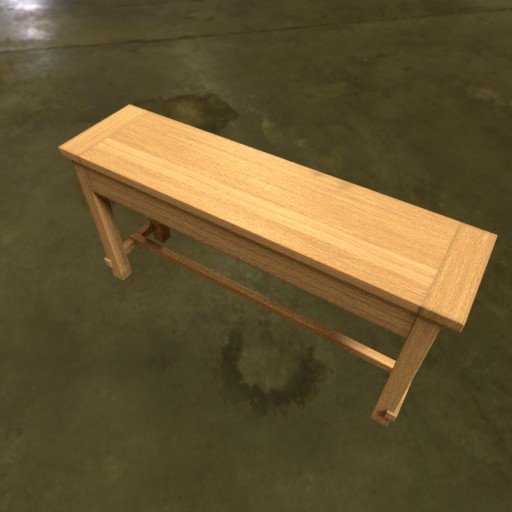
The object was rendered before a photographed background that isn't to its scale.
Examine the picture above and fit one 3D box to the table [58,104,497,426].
[{"bbox_3d":[0.000,0.000,1.883,1.599,0.762,0.442,25,52,21],"label":"table"}]
